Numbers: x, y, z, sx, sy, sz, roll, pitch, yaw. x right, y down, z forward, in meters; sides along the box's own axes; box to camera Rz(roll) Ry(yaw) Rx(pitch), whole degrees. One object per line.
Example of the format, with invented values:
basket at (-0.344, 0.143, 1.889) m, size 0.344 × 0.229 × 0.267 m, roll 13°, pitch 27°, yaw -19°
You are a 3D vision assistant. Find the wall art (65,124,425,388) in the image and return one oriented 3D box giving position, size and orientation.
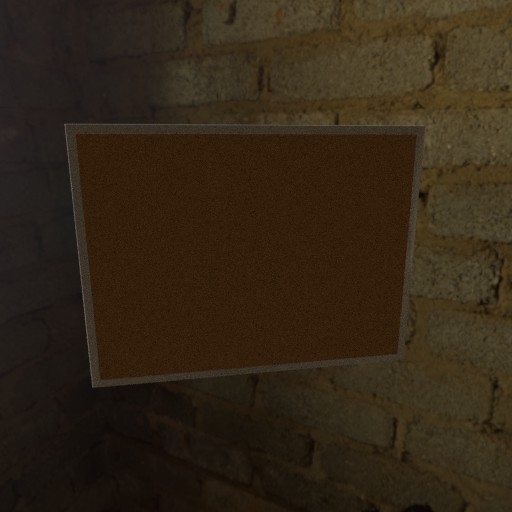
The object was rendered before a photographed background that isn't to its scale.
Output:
wall art at (0.000, 0.000, 1.391) m, size 1.041 × 0.787 × 0.053 m, roll -3°, pitch 15°, yaw -10°
